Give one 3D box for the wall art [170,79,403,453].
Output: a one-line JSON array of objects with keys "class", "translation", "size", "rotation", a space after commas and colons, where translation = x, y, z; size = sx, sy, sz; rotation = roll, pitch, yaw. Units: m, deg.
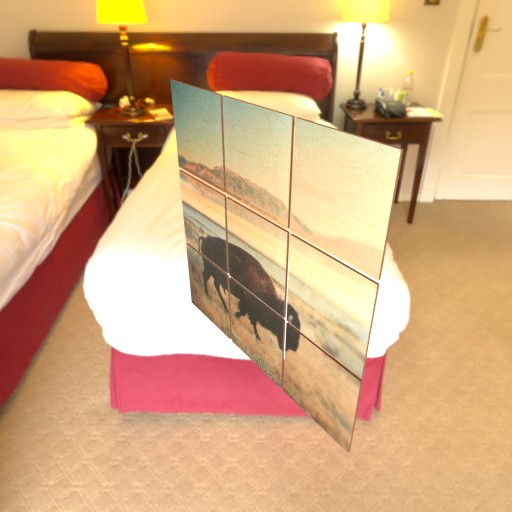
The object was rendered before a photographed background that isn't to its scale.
[{"class": "wall art", "translation": [0.000, 0.000, 2.317], "size": [0.019, 1.532, 1.533], "rotation": [-22, 37, -31]}]
